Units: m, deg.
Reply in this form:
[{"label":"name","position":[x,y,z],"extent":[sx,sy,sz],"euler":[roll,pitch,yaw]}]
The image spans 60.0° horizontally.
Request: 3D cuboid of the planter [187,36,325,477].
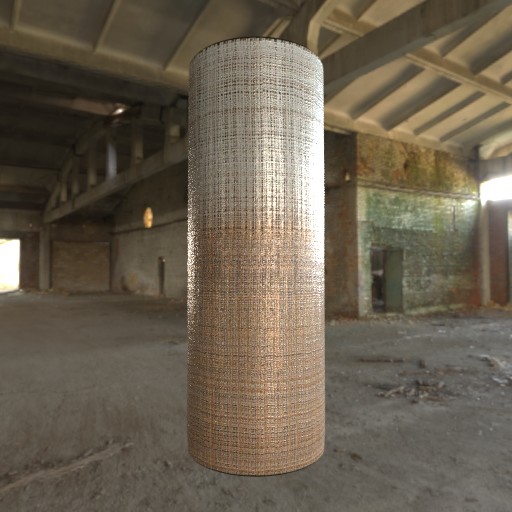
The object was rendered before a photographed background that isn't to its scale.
[{"label":"planter","position":[0.000,0.000,0.326],"extent":[0.099,0.278,0.099],"euler":[1,-2,-35]}]
